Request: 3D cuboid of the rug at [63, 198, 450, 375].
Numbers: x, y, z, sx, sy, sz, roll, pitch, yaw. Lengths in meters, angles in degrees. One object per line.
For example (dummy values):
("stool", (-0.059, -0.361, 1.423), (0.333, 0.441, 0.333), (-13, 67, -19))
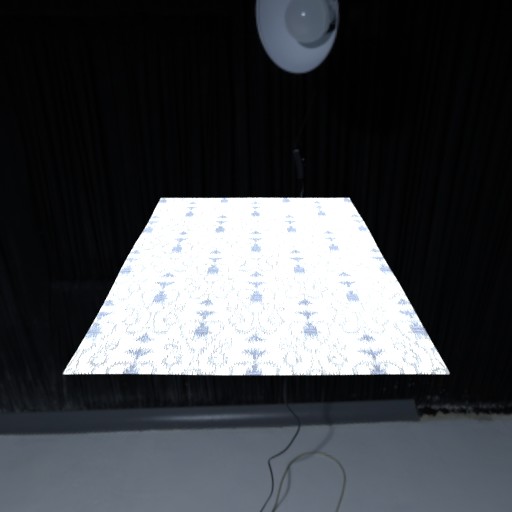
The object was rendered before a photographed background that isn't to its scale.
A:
("rug", (0.000, 0.000, 2.915), (1.676, 0.013, 2.261), (0, 27, 0))
